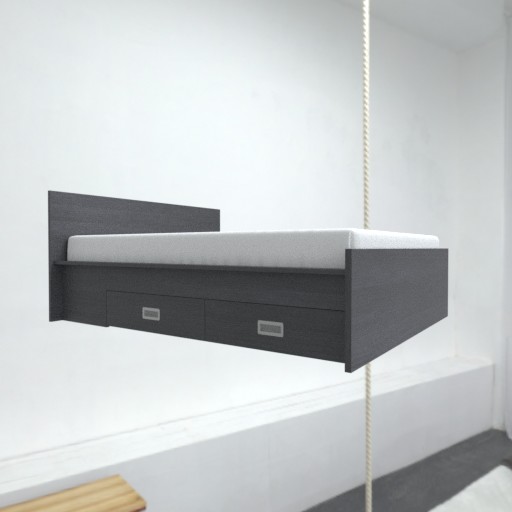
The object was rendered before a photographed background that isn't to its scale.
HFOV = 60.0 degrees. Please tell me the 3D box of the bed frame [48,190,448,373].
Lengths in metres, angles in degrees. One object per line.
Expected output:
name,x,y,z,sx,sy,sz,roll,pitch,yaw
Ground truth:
bed frame,0.000,0.000,2.814,1.960,0.800,1.622,1,1,35
